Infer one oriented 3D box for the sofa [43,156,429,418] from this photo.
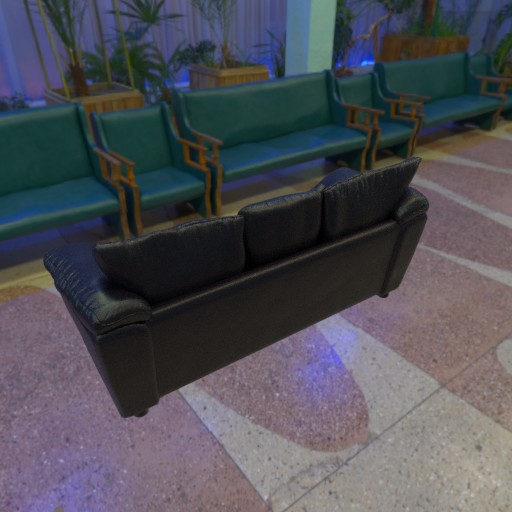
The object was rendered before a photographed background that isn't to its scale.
[{"bbox_3d":[0.000,0.000,2.823,2.336,1.073,0.880,-19,36,-29],"label":"sofa"}]
